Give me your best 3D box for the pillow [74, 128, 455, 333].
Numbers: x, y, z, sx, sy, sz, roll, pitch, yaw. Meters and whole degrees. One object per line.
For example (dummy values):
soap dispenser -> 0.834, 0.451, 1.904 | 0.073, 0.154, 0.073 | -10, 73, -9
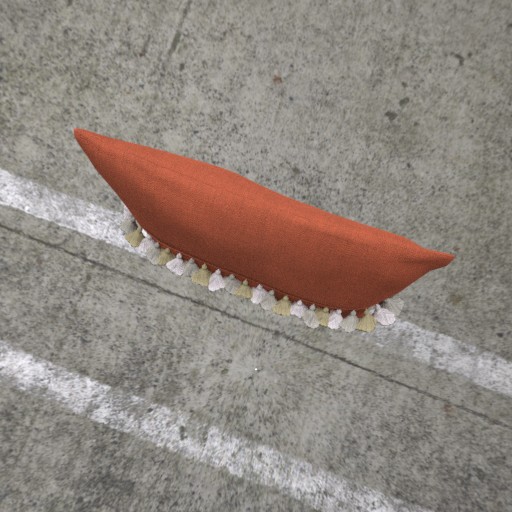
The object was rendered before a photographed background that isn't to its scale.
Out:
pillow -> 0.000, 0.000, 0.734 | 0.490, 0.482, 0.165 | 20, 77, 5
